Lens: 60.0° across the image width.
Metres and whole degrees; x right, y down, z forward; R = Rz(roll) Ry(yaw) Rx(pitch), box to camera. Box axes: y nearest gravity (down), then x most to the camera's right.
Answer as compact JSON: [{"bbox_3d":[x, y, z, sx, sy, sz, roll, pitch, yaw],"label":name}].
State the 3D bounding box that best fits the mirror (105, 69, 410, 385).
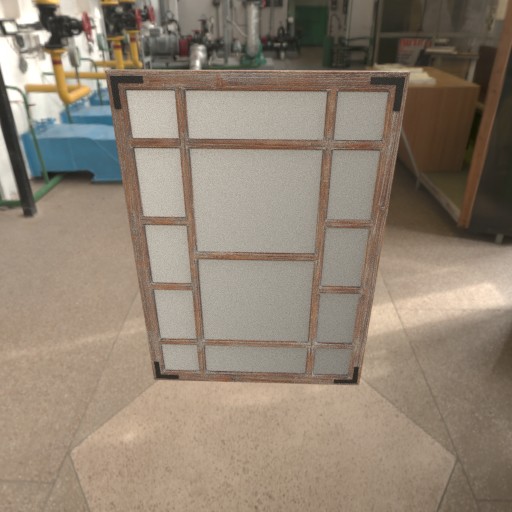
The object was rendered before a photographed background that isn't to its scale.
[{"bbox_3d":[0.000,0.000,1.279,0.705,0.996,0.025,1,30,2],"label":"mirror"}]
